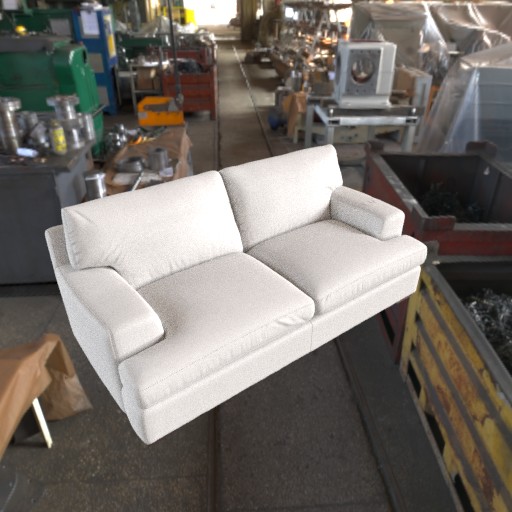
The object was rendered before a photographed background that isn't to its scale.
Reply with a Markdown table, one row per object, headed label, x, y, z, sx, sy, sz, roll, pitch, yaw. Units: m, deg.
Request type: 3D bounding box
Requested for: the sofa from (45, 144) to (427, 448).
| label | x | y | z | sx | sy | sz | roll | pitch | yaw |
| --- | --- | --- | --- | --- | --- | --- | --- | --- | --- |
| sofa | 0.000 | 0.000 | 2.847 | 2.261 | 0.940 | 1.143 | -21 | 36 | -32 |
